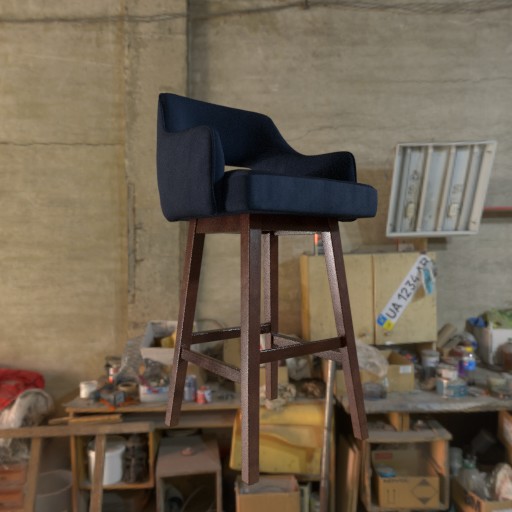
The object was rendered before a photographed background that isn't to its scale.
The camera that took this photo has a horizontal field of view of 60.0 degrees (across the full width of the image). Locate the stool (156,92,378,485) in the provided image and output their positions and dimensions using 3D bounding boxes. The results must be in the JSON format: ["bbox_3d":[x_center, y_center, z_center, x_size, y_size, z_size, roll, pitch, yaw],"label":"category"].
[{"bbox_3d":[0.000,0.000,1.330,0.550,1.041,0.560,-1,2,-37],"label":"stool"}]
